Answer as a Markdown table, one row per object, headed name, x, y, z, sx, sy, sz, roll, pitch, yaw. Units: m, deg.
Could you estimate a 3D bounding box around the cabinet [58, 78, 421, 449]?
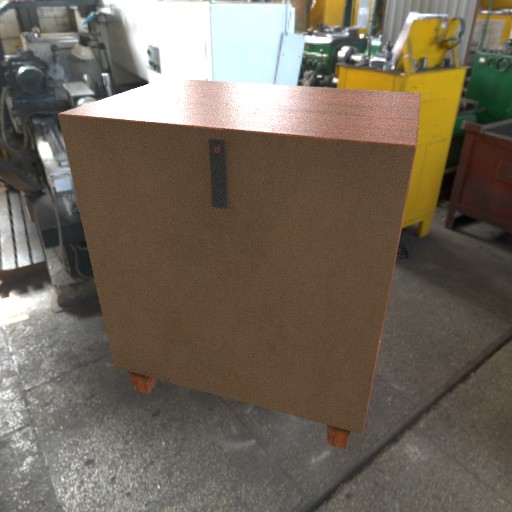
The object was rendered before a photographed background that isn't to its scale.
| name | x | y | z | sx | sy | sz | roll | pitch | yaw |
| --- | --- | --- | --- | --- | --- | --- | --- | --- | --- |
| cabinet | 0.000 | 0.000 | 1.040 | 0.607 | 0.695 | 0.410 | 10 | 32 | 16 |
